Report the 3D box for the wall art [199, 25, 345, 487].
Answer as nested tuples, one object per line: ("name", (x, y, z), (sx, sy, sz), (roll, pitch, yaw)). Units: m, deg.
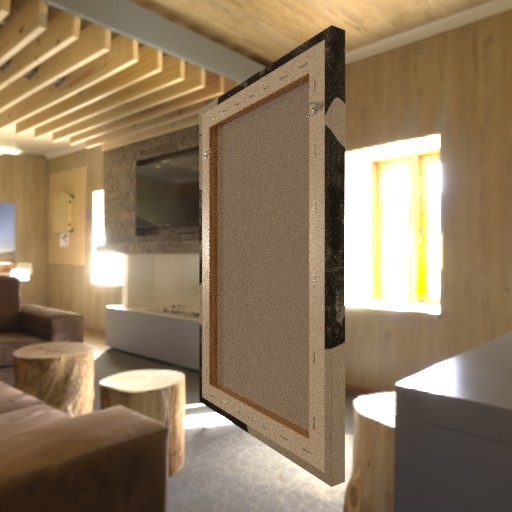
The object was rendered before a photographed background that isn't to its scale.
("wall art", (0.000, 0.000, 1.143), (0.041, 0.915, 0.610), (0, 0, -33))
